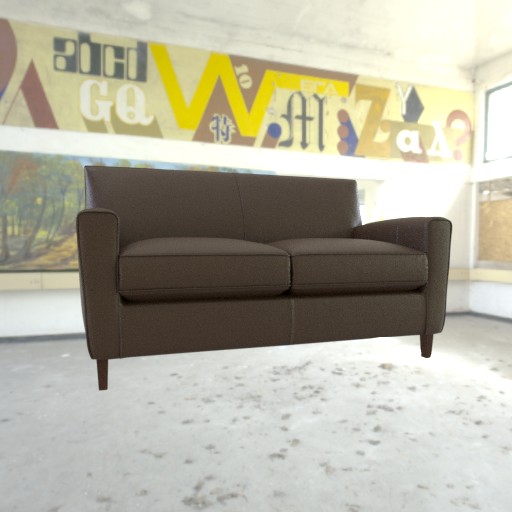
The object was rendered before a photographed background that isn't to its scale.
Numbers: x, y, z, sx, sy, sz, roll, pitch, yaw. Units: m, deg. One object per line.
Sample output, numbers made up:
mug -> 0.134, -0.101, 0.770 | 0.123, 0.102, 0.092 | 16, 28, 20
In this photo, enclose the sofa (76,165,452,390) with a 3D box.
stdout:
sofa -> 0.000, 0.000, 1.993 | 1.468, 0.859, 0.853 | 0, 1, -19
